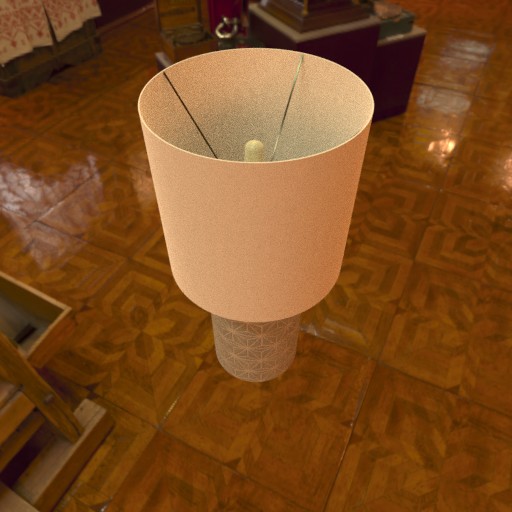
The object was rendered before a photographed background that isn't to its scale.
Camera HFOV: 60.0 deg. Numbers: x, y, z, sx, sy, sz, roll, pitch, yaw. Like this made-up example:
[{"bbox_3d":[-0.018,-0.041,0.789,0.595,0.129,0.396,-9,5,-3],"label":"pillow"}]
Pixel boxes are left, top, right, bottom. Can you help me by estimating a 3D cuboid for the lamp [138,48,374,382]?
[{"bbox_3d":[0.000,0.000,0.544,0.206,0.416,0.206,22,51,20],"label":"lamp"}]
